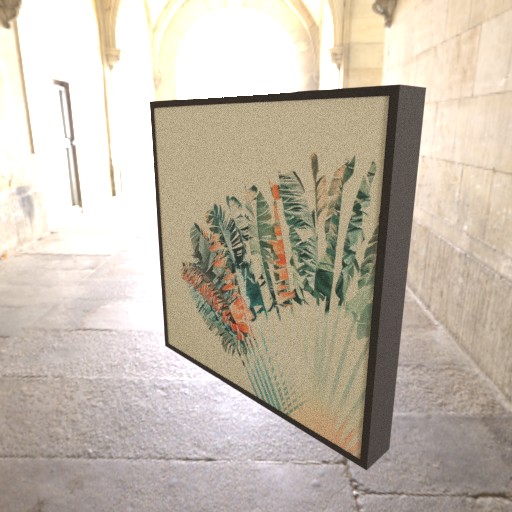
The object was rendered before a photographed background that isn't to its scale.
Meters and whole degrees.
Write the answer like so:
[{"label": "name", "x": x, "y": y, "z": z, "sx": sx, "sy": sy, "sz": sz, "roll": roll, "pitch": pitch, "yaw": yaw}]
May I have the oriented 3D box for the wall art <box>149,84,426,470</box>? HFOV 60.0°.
[{"label": "wall art", "x": 0.000, "y": 0.000, "z": 0.442, "sx": 0.036, "sy": 0.300, "sz": 0.302, "roll": -15, "pitch": 22, "yaw": -42}]
